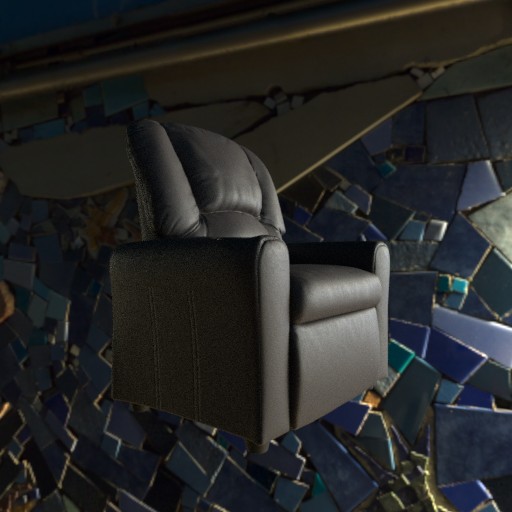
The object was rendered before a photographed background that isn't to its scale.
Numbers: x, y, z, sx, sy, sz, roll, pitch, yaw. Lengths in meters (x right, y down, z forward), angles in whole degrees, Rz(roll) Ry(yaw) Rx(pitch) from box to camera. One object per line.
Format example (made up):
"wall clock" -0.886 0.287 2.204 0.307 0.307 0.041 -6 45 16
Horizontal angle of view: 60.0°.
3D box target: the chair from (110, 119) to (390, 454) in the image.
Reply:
"chair" 0.000 0.000 1.117 0.521 0.709 0.610 0 0 38
